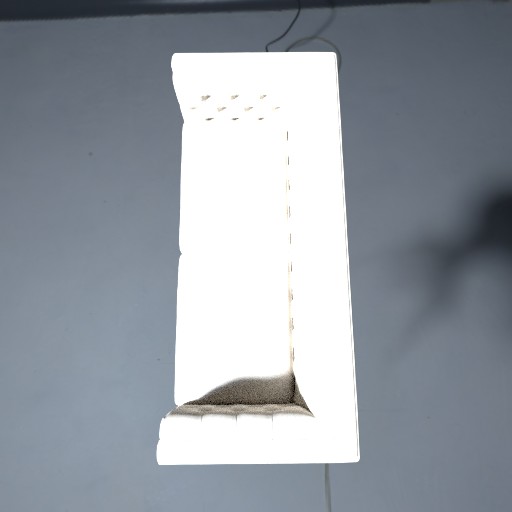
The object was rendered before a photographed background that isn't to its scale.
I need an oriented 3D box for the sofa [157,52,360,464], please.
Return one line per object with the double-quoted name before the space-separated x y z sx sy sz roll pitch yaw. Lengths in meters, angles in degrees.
"sofa" 0.000 0.000 2.232 0.775 0.762 1.778 -1 77 0
